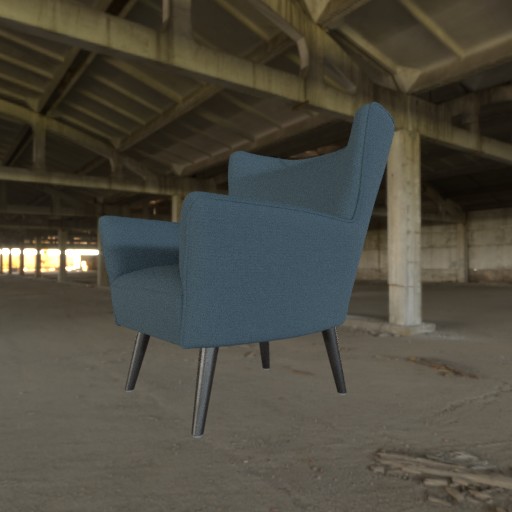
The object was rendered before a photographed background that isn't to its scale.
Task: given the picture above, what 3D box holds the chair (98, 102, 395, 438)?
[{"bbox_3d":[0.000,0.000,1.550,0.888,0.933,0.781,1,-1,-36],"label":"chair"}]
